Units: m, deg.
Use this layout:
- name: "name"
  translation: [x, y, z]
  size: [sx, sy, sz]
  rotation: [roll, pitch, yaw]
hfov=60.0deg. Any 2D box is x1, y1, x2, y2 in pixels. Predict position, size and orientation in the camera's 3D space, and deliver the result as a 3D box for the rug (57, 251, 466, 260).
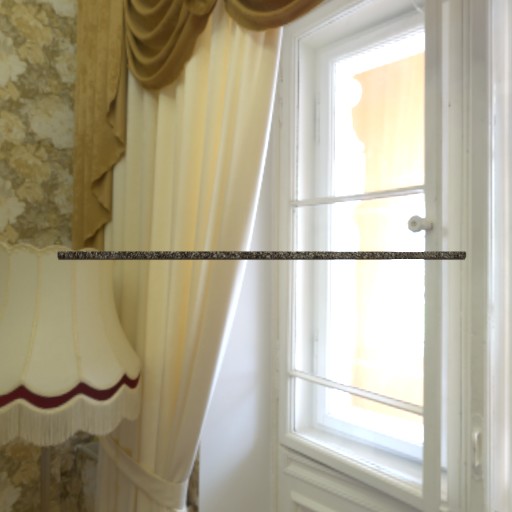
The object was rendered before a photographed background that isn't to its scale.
- name: "rug"
  translation: [0.000, 0.000, 2.090]
  size: [1.198, 0.025, 1.601]
  rotation: [0, 0, -2]
